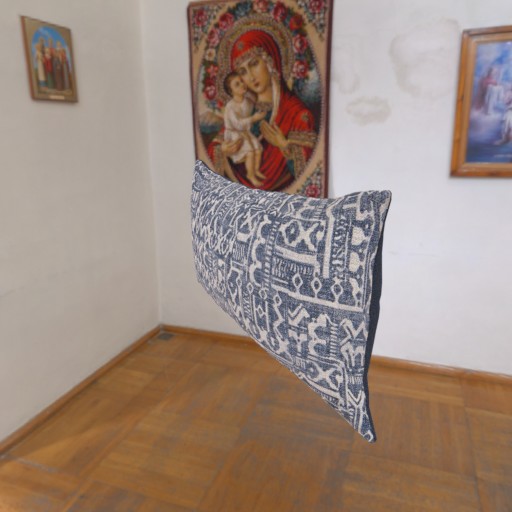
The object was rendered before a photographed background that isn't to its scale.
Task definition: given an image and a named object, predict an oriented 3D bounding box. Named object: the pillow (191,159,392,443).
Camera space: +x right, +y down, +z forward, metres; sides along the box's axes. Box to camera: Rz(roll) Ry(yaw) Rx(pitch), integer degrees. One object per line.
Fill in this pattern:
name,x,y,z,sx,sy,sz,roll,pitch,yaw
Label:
pillow,0.000,0.000,0.745,0.148,0.292,0.631,-7,17,-25
